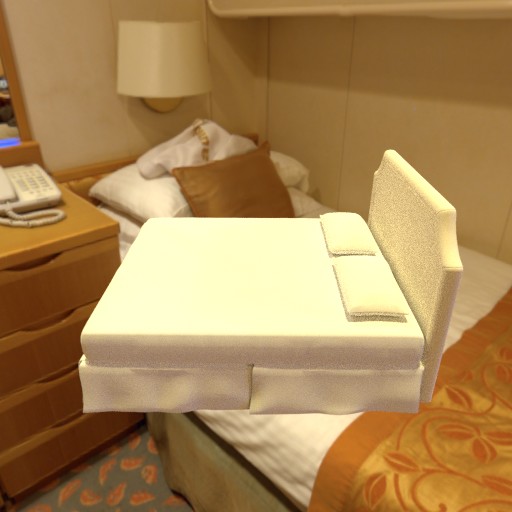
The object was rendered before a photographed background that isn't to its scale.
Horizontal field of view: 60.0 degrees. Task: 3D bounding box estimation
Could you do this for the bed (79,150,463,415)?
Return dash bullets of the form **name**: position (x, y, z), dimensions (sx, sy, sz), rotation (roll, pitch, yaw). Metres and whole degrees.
- **bed**: position (0.000, 0.000, 4.119), dimensions (2.773, 1.590, 2.350), rotation (0, 28, 1)
